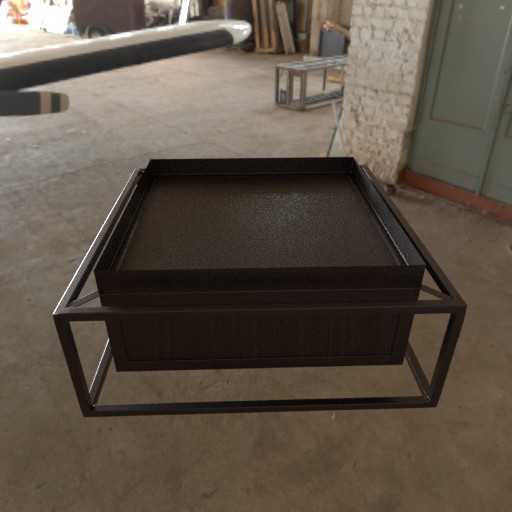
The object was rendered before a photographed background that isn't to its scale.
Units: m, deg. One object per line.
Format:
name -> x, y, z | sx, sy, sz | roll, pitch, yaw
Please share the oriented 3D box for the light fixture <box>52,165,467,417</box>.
light fixture -> 0.000, 0.000, 0.692 | 0.441, 0.191, 0.441 | -1, 31, -2
